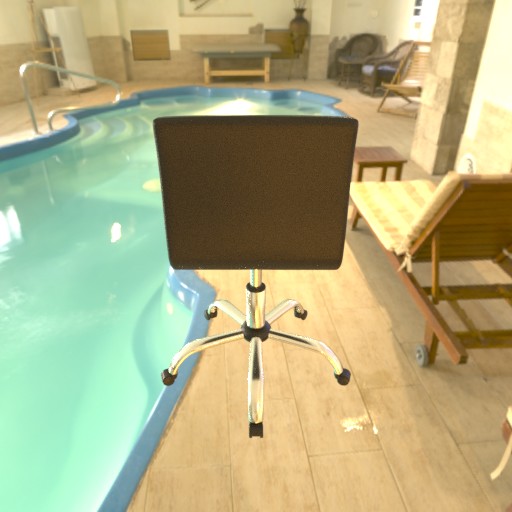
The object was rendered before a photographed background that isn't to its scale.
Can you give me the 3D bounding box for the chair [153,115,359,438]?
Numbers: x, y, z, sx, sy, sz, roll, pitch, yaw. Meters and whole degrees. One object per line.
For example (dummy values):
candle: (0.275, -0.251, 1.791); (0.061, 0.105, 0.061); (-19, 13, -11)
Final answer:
chair: (0.000, 0.000, 1.158); (0.556, 0.780, 0.530); (0, 30, 0)
